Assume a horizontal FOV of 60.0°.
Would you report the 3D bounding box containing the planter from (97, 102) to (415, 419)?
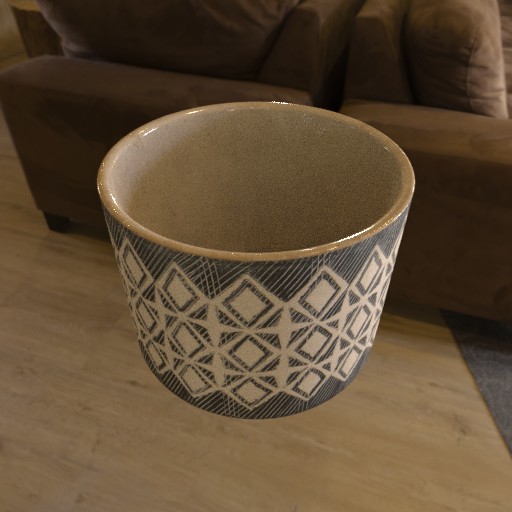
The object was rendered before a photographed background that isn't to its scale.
[{"bbox_3d":[0.000,0.000,0.216,0.126,0.104,0.126,0,40,0],"label":"planter"}]
